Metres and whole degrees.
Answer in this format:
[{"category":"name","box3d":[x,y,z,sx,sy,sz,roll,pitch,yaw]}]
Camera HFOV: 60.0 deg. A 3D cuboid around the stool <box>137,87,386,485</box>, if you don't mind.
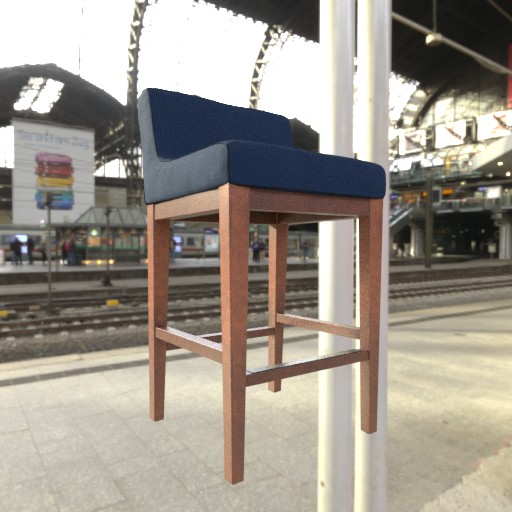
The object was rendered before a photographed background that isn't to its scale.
[{"category":"stool","box3d":[0.000,0.000,1.229,0.511,0.945,0.516,-1,2,-36]}]
